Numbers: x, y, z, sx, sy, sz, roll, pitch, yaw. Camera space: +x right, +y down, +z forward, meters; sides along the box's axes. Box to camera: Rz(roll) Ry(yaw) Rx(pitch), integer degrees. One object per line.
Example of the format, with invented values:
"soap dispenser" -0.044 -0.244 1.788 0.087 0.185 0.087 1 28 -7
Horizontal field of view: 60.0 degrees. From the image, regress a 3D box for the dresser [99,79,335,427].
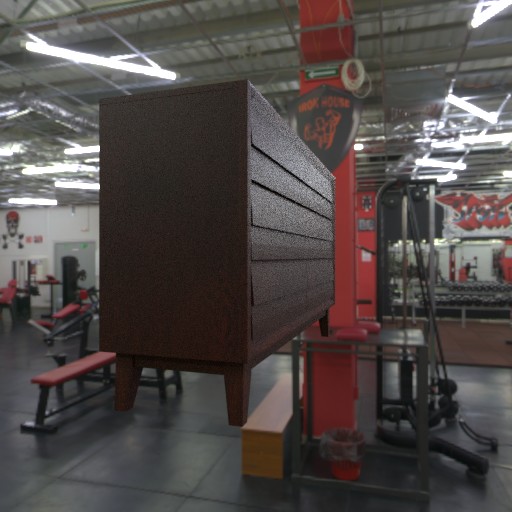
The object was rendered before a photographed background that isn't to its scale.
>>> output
"dresser" 0.000 0.000 2.059 0.499 0.971 1.609 0 0 19
